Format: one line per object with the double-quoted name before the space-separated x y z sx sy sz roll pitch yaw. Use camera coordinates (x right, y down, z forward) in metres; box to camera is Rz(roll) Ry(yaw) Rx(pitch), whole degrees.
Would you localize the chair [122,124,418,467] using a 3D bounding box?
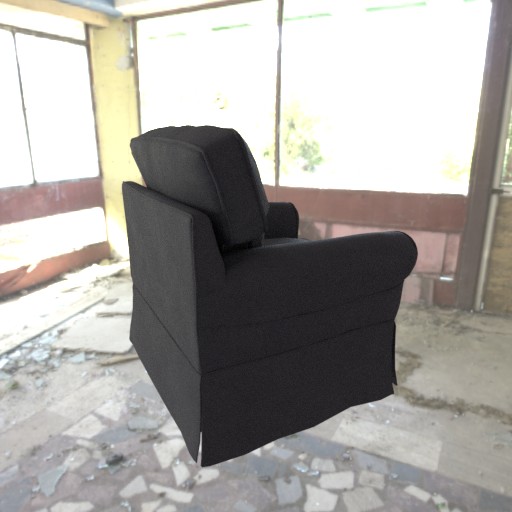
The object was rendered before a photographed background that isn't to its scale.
"chair" 0.000 0.000 2.015 1.002 1.140 1.119 -8 17 -26
